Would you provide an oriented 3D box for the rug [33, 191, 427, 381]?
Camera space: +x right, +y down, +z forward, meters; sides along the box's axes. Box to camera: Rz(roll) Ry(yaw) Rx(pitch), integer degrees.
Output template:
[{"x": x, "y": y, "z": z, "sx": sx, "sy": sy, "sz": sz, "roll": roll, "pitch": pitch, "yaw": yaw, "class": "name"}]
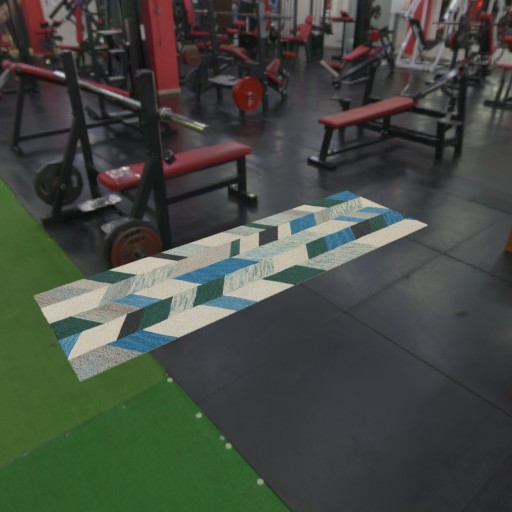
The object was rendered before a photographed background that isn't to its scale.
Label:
[{"x": 0.000, "y": 0.000, "z": 2.756, "sx": 2.437, "sy": 0.008, "sz": 0.774, "roll": -21, "pitch": 37, "yaw": -31, "class": "rug"}]
